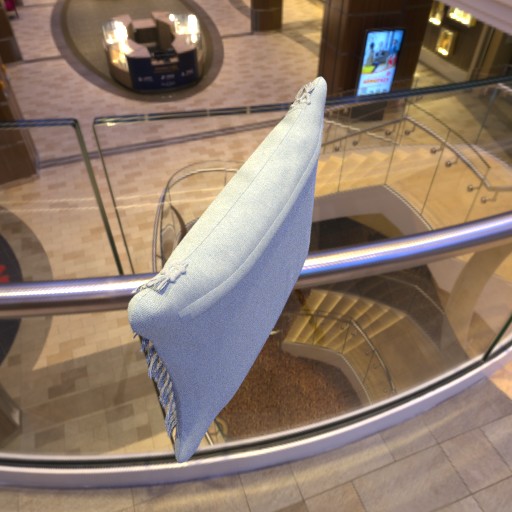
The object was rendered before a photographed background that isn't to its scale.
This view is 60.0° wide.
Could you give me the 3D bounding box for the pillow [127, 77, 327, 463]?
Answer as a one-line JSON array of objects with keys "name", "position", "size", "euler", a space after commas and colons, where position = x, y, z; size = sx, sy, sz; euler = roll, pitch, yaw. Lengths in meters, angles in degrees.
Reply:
[{"name": "pillow", "position": [0.000, 0.000, 0.580], "size": [0.084, 0.305, 0.466], "euler": [17, 47, 17]}]
